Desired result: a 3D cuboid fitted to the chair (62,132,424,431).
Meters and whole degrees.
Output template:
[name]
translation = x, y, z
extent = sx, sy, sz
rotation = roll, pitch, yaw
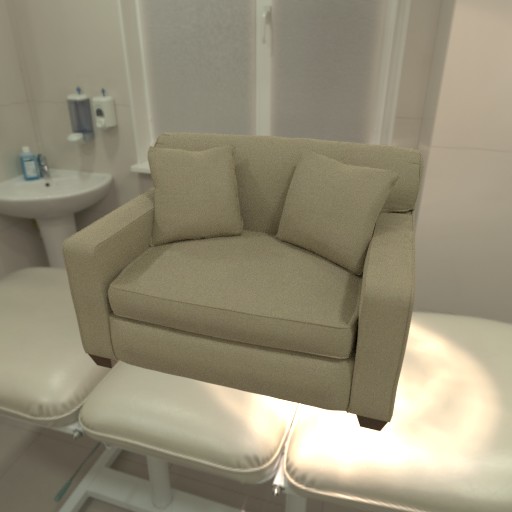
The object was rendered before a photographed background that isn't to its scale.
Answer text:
[chair]
translation = 0.000, 0.000, 2.071
extent = 1.383, 0.948, 1.000
rotation = 8, 28, 15
